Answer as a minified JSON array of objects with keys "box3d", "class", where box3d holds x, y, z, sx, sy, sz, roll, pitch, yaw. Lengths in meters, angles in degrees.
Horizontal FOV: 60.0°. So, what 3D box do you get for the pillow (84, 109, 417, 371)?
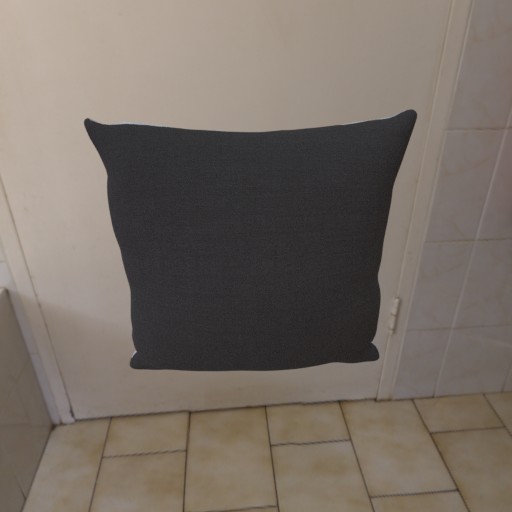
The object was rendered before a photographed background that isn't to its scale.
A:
[{"box3d":[0.000,0.000,0.777,0.503,0.496,0.208,-1,30,-2],"class":"pillow"}]
